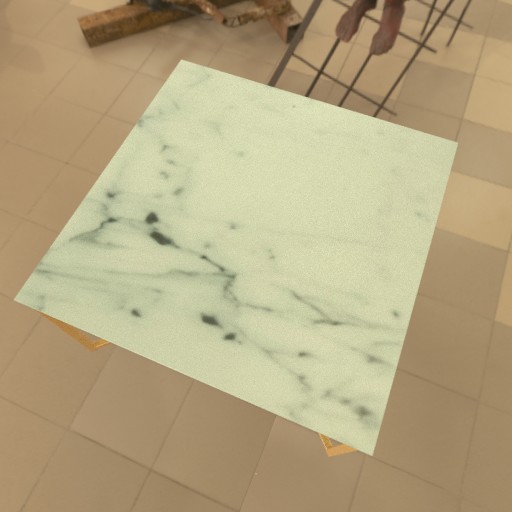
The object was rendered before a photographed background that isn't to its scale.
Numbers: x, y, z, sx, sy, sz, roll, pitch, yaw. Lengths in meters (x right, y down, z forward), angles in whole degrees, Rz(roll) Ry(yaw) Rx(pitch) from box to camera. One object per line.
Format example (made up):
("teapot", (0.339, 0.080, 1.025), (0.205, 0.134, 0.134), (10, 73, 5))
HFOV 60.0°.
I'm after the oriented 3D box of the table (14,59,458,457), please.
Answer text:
("table", (0.000, 0.000, 1.252), (0.800, 0.450, 0.800), (20, 66, 10))
